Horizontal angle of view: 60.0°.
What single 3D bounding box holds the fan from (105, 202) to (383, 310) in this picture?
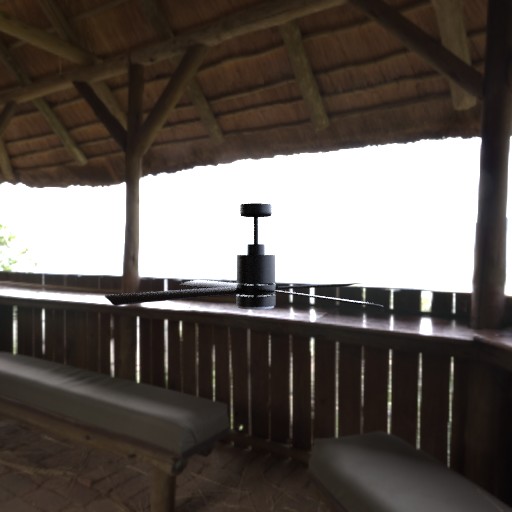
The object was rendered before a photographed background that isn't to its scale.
[{"bbox_3d":[0.000,0.000,2.297,1.525,0.534,1.525,0,1,-35],"label":"fan"}]
